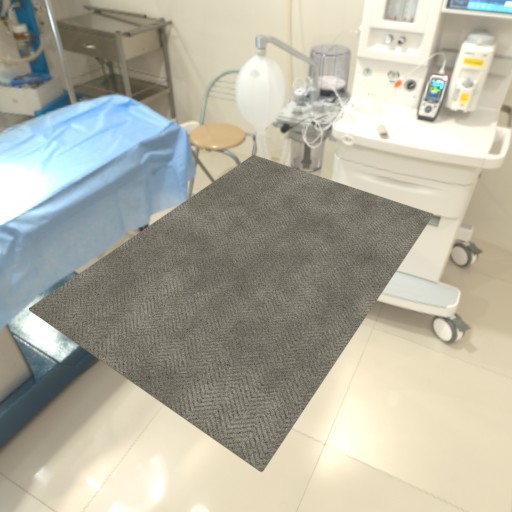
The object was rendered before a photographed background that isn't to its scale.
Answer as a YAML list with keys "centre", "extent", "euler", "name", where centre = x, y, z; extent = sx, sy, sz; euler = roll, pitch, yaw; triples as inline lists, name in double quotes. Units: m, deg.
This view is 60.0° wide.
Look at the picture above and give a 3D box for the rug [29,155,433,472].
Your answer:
- centre: [0.000, 0.000, 2.868]
  extent: [1.600, 0.008, 2.235]
  euler: [24, 46, 26]
  name: "rug"
